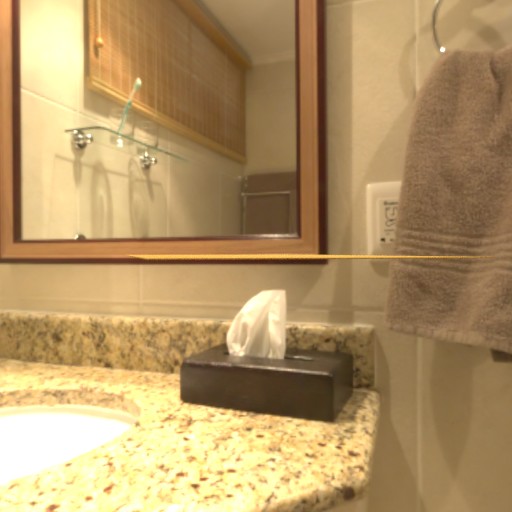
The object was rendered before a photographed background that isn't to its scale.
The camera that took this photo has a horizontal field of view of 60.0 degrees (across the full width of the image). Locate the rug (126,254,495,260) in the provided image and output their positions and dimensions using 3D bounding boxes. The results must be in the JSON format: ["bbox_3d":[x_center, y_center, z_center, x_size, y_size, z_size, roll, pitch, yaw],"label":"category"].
[{"bbox_3d":[0.000,0.000,3.654,1.981,0.006,2.895,0,1,-19],"label":"rug"}]
